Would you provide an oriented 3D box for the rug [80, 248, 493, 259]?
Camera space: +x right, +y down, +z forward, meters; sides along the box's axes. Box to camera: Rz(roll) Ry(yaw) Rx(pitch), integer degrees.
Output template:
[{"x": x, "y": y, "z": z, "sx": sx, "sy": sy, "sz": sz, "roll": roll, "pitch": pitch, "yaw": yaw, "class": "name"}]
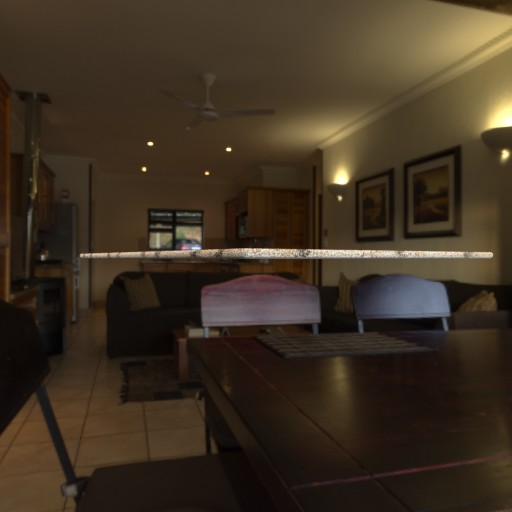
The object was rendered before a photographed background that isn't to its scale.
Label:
[{"x": 0.000, "y": 0.000, "z": 2.071, "sx": 1.200, "sy": 0.025, "sz": 1.600, "roll": 0, "pitch": 0, "yaw": -35, "class": "rug"}]
